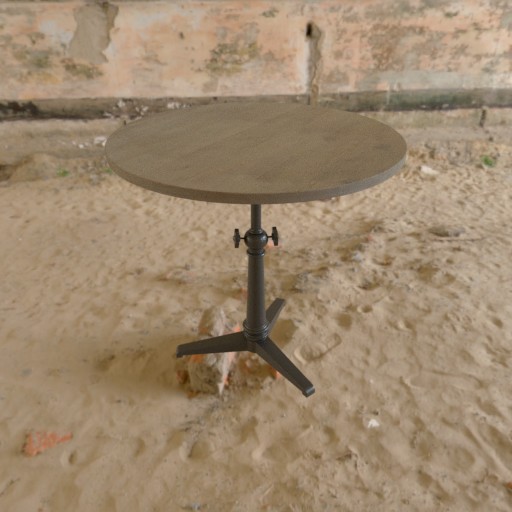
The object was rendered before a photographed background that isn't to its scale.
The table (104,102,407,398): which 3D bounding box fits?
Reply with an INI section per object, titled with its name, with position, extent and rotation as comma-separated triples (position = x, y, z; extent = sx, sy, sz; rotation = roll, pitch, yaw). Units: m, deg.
[table]
position = 0.000, 0.000, 1.421
extent = 0.800, 0.780, 0.800
rotation = 0, 31, 0
